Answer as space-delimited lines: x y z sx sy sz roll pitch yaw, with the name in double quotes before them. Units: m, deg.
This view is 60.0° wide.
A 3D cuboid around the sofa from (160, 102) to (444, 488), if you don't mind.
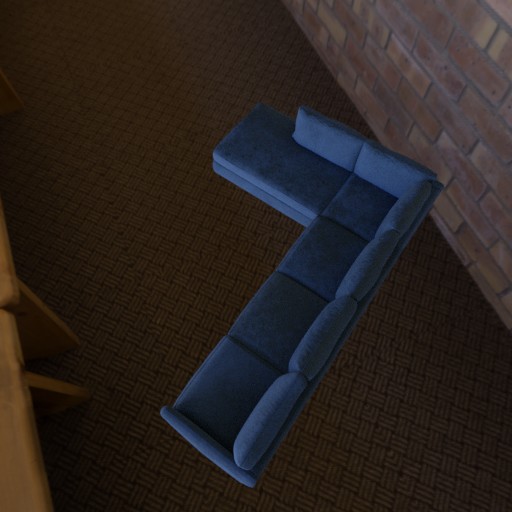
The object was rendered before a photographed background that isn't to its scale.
"sofa" 0.000 0.000 3.784 2.007 0.815 2.949 33 68 15
